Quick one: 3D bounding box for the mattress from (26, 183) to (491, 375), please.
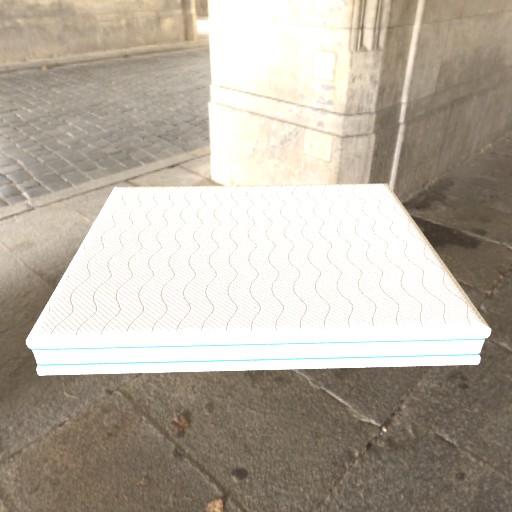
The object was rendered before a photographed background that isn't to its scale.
[{"bbox_3d":[0.000,0.000,2.623,2.000,0.230,1.600,-1,32,-2],"label":"mattress"}]
